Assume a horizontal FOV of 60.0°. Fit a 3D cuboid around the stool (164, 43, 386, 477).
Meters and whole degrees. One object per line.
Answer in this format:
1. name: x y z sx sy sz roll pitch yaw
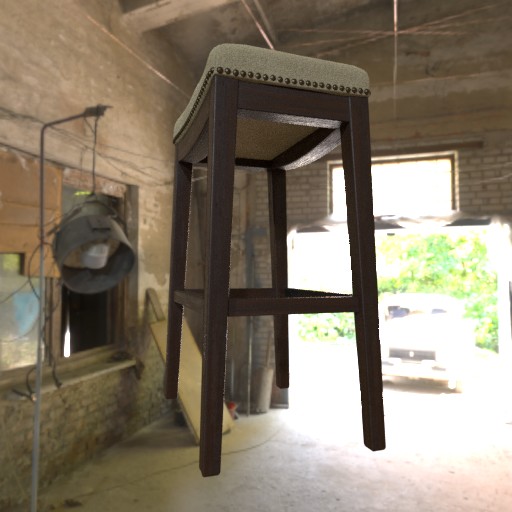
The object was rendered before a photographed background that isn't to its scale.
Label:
1. stool: 0.000 0.000 1.055 0.363 0.768 0.509 1 -2 -19
